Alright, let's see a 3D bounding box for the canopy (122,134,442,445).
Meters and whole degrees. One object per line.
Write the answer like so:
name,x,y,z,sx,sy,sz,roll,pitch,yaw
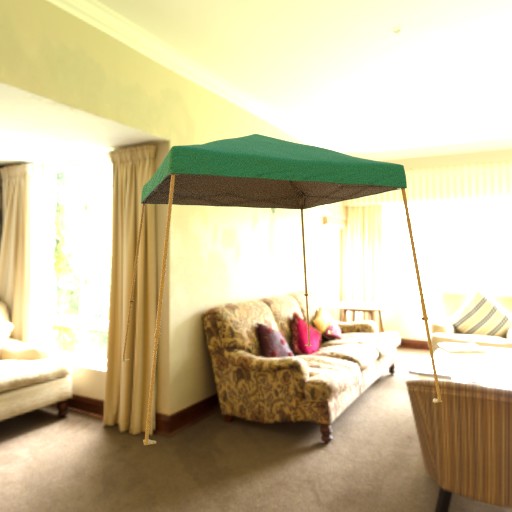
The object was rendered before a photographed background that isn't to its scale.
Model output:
canopy,0.000,0.000,5.186,2.849,2.850,2.850,0,0,-20
